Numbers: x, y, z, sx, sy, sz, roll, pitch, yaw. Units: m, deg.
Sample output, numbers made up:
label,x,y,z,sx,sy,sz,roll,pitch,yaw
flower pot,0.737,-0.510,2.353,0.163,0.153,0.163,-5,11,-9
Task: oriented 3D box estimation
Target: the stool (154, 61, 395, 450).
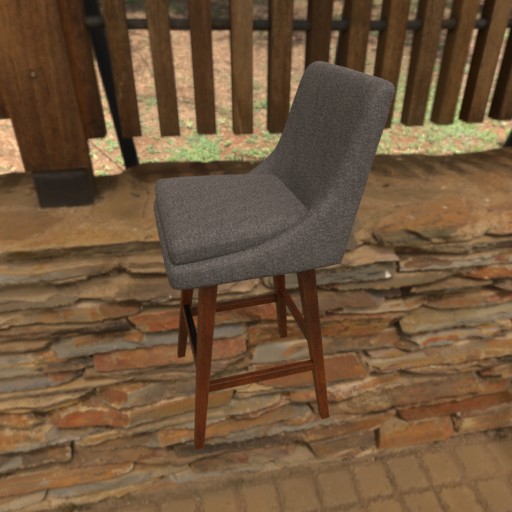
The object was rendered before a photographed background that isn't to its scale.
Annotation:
label,x,y,z,sx,sy,sz,roll,pitch,yaw
stool,0.000,0.000,1.382,0.572,1.068,0.489,-8,31,-14
